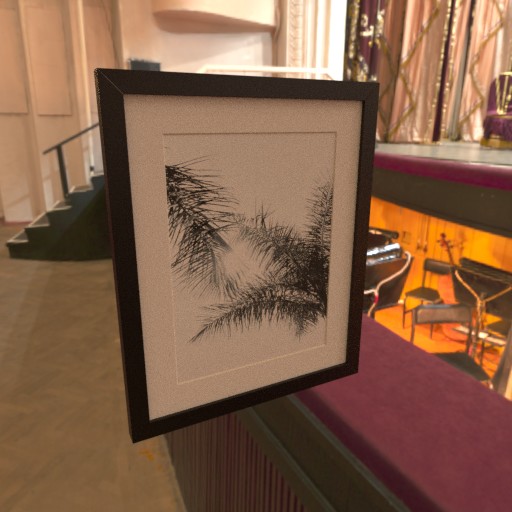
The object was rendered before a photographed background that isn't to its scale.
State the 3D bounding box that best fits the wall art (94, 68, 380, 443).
[{"bbox_3d":[0.000,0.000,0.741,0.457,0.557,0.028,-8,19,-26],"label":"wall art"}]
